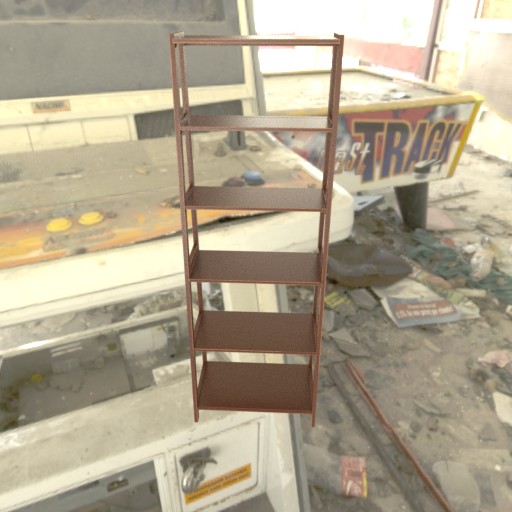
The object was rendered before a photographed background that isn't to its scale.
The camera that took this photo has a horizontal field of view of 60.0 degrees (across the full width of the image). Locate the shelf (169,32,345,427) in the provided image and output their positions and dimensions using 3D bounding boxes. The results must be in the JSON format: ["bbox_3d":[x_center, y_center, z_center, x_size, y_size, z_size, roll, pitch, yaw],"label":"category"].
[{"bbox_3d":[0.000,0.000,2.114,0.660,1.892,0.381,1,29,2],"label":"shelf"}]
